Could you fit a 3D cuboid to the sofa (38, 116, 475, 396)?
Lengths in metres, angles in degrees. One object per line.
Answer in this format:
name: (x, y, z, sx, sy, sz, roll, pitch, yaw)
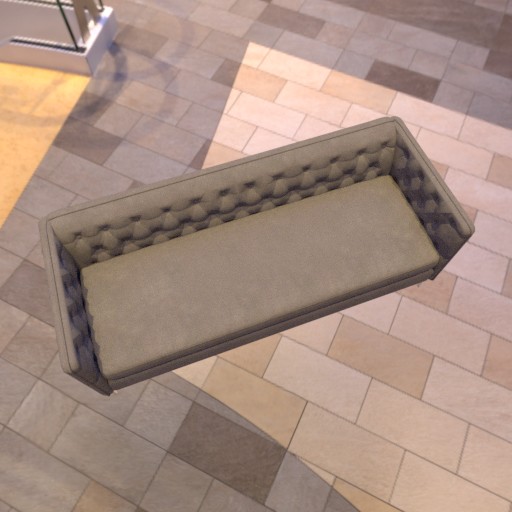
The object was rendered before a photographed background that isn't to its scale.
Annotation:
sofa: (0.000, 0.000, 2.661, 2.209, 0.771, 0.895, -18, 64, -9)
